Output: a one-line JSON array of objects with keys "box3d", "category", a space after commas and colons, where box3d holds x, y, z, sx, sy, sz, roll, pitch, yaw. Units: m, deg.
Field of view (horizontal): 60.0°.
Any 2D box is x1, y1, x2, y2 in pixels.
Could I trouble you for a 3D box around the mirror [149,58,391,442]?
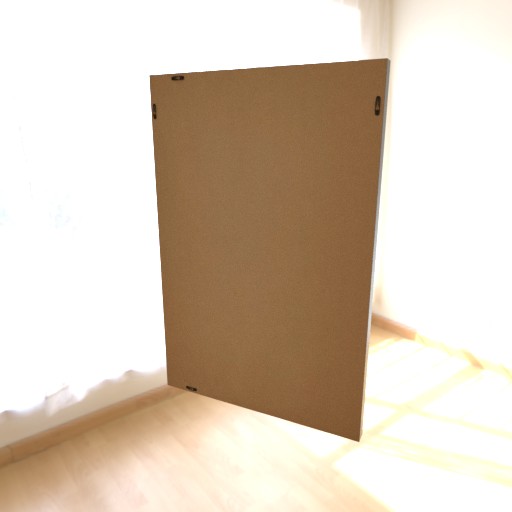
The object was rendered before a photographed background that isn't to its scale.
[{"box3d": [0.000, 0.000, 1.163, 0.609, 0.915, 0.040, 8, 17, 25], "category": "mirror"}]
